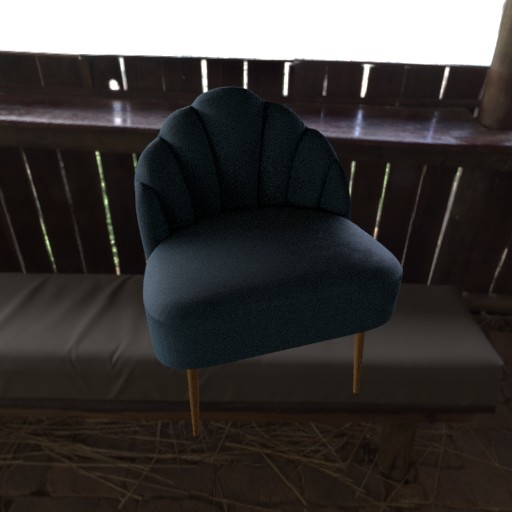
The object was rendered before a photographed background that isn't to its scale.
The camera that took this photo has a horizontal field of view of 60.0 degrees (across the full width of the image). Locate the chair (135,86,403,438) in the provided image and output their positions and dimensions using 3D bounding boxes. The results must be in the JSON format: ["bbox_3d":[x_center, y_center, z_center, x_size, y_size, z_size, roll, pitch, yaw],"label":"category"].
[{"bbox_3d":[0.000,0.000,1.277,0.657,0.819,0.599,-9,33,-15],"label":"chair"}]
